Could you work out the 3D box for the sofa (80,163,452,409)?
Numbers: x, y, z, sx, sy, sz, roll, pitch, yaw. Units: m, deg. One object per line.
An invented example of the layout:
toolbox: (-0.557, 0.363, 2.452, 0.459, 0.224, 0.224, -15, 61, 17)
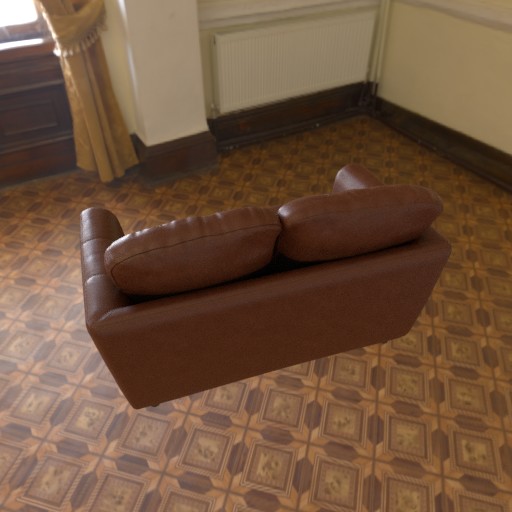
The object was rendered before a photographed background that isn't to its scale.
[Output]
sofa: (0.000, 0.000, 1.936, 1.406, 0.906, 0.805, -12, 42, -13)
